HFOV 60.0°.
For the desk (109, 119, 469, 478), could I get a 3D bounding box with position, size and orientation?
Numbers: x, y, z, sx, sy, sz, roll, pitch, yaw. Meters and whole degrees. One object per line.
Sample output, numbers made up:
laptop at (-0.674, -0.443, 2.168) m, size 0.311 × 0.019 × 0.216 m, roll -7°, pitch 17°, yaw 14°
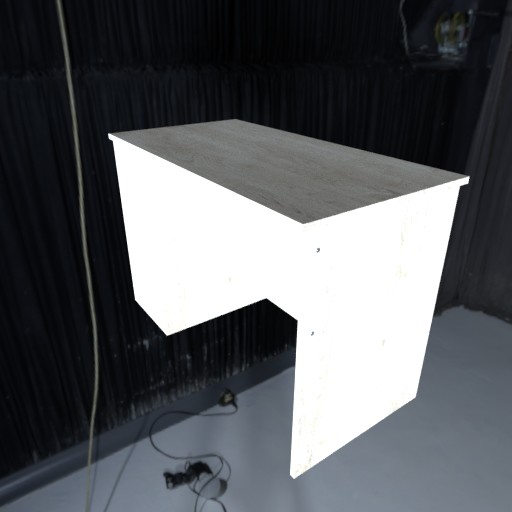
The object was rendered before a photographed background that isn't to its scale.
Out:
desk at (0.000, 0.000, 1.546) m, size 0.560 × 0.730 × 1.096 m, roll -17°, pitch 31°, yaw -31°
